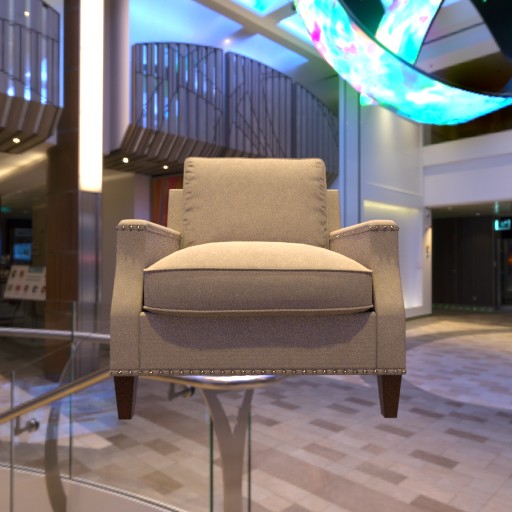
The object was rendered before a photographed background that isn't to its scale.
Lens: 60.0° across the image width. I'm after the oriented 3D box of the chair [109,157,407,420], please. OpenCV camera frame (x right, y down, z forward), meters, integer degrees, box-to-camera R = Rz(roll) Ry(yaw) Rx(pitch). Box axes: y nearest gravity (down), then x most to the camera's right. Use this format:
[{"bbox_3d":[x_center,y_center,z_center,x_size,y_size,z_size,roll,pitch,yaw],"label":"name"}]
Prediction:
[{"bbox_3d":[0.000,0.000,1.732,0.853,0.943,1.014,0,-1,-1],"label":"chair"}]
